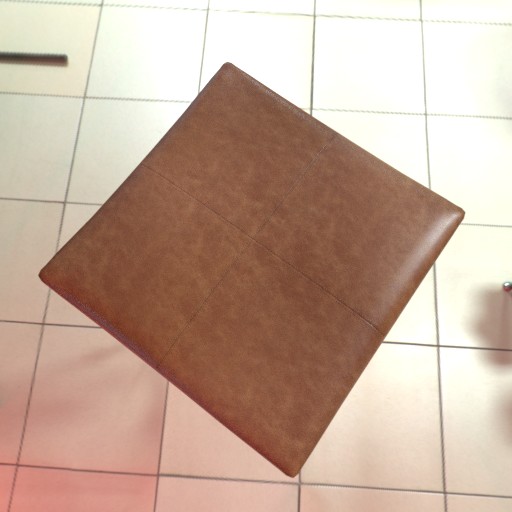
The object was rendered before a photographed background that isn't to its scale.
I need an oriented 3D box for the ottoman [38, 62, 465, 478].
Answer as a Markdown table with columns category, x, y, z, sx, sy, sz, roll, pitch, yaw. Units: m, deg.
| category | x | y | z | sx | sy | sz | roll | pitch | yaw |
| --- | --- | --- | --- | --- | --- | --- | --- | --- | --- |
| ottoman | 0.000 | 0.000 | 1.825 | 1.168 | 0.483 | 1.169 | 35 | 78 | 9 |
